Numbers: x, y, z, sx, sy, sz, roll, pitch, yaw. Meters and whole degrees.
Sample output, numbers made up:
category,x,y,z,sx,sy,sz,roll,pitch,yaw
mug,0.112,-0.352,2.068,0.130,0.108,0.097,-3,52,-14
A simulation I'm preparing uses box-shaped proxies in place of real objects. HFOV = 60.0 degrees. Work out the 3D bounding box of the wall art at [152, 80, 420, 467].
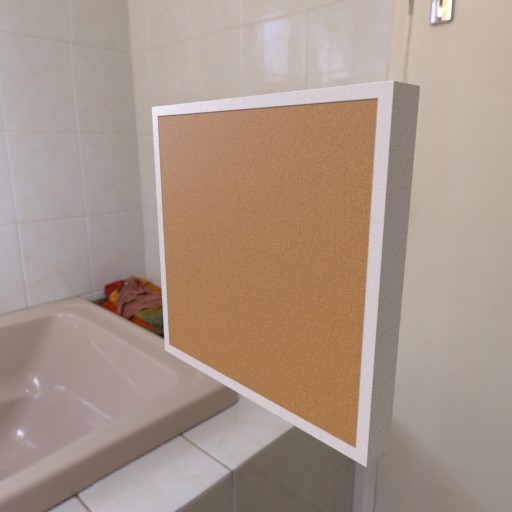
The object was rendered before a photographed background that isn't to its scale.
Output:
category,x,y,z,sx,sy,sz,roll,pitch,yaw
wall art,0.000,0.000,0.453,0.038,0.305,0.305,-13,19,-43
